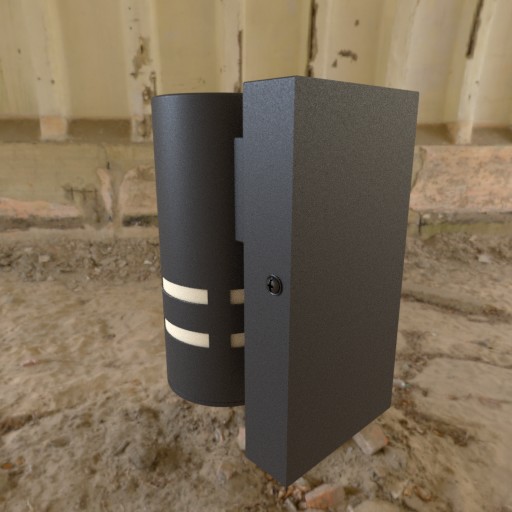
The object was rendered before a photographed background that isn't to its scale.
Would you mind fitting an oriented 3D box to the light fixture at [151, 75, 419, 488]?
[{"bbox_3d":[0.000,0.000,0.261,0.098,0.179,0.138,-14,21,-42],"label":"light fixture"}]
